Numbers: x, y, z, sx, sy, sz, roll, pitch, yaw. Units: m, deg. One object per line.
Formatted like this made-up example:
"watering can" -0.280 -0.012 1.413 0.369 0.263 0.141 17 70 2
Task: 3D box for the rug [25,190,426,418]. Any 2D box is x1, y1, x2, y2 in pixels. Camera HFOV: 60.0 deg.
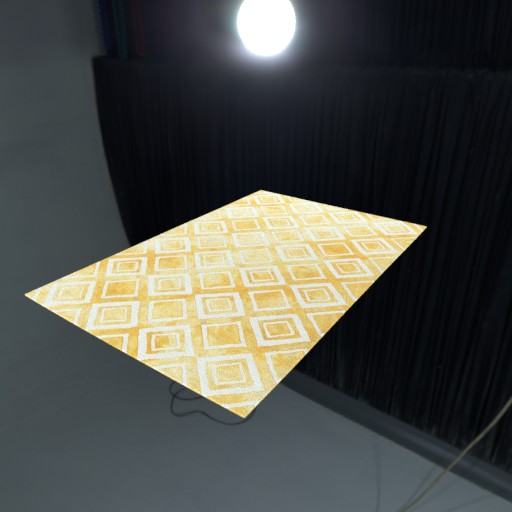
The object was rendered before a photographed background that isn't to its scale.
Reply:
"rug" 0.000 0.000 2.299 1.213 0.010 1.829 17 31 31
